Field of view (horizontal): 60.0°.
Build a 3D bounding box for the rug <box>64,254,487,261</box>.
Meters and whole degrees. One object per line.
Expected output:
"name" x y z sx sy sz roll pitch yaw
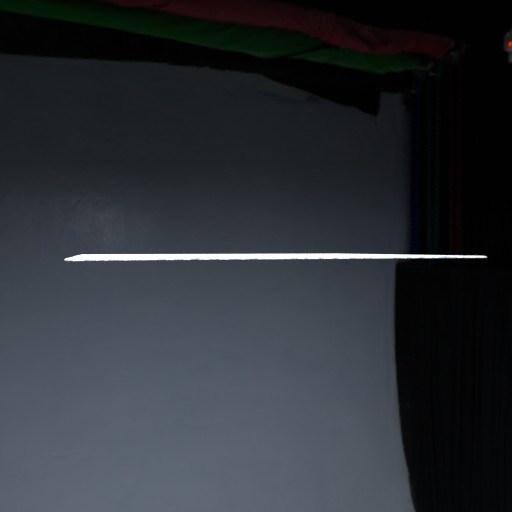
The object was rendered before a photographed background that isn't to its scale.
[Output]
"rug" 0.000 0.000 2.979 2.261 0.013 1.676 0 1 -19
